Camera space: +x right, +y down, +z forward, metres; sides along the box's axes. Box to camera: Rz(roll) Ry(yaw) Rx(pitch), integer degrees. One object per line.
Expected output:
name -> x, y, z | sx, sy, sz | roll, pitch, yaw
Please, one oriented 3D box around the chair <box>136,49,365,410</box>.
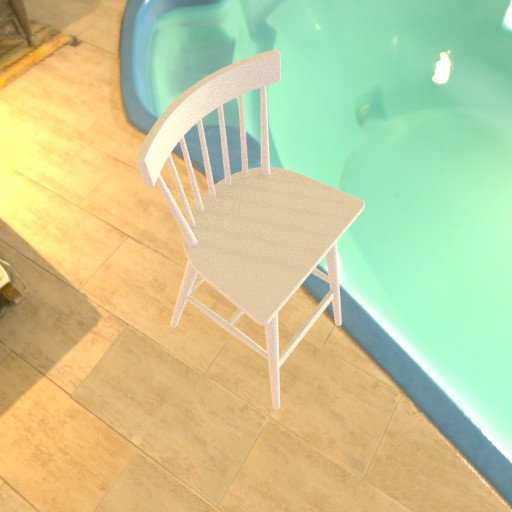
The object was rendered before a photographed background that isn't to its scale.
chair -> 0.000, 0.000, 1.417 | 0.572, 1.092, 0.483 | 34, 64, 19
